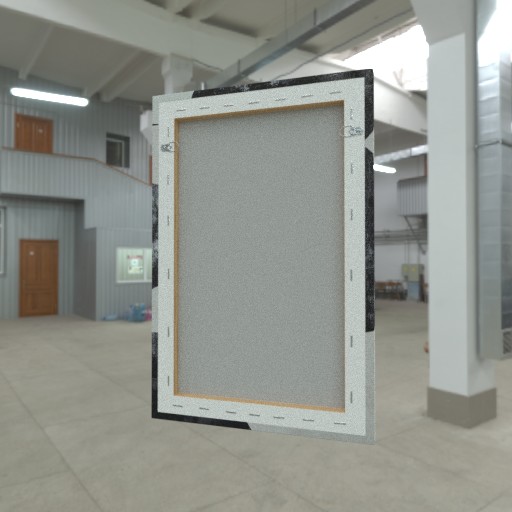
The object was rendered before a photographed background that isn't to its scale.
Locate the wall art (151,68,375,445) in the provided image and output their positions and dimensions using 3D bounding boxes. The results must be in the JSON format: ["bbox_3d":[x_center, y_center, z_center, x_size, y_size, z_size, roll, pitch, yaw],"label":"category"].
[{"bbox_3d":[0.000,0.000,1.183,0.610,0.915,0.041,0,-1,18],"label":"wall art"}]
